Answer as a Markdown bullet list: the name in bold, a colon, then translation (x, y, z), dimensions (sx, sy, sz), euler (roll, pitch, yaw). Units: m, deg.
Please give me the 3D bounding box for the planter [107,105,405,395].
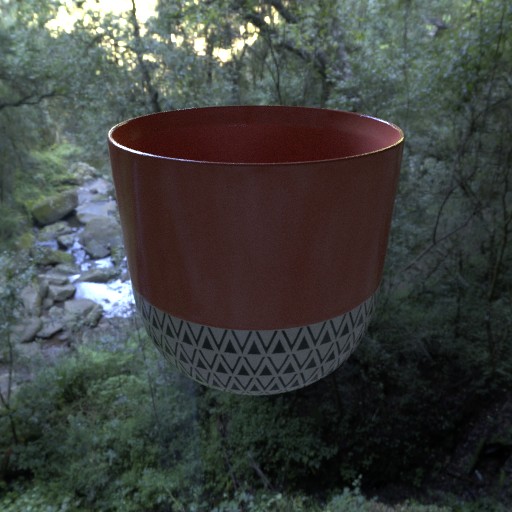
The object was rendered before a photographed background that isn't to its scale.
- **planter**: translation (0.000, 0.000, 0.472), dimensions (0.266, 0.270, 0.266), euler (0, 27, 0)
